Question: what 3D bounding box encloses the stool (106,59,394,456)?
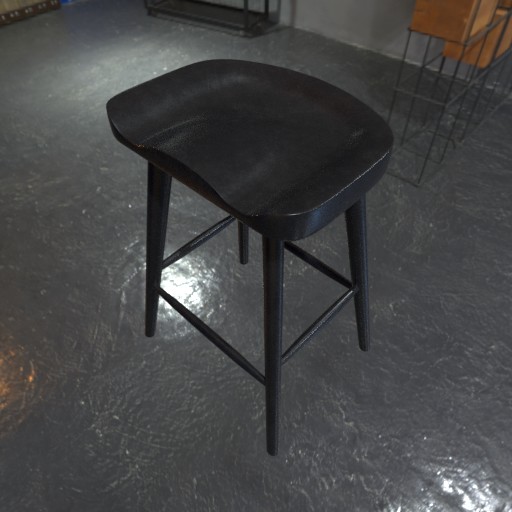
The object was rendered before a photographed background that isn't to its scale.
[{"bbox_3d":[0.000,0.000,0.875,0.440,0.615,0.361,35,56,28],"label":"stool"}]
